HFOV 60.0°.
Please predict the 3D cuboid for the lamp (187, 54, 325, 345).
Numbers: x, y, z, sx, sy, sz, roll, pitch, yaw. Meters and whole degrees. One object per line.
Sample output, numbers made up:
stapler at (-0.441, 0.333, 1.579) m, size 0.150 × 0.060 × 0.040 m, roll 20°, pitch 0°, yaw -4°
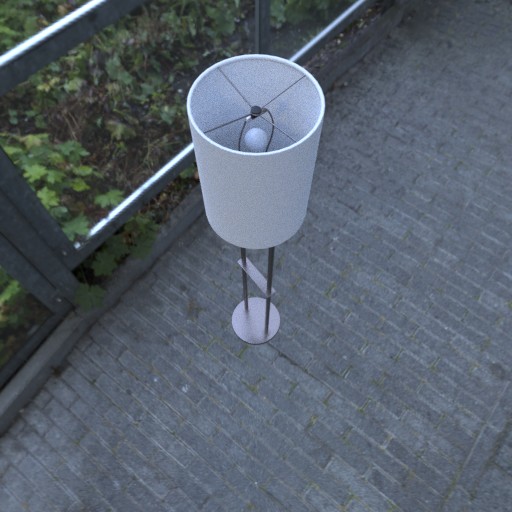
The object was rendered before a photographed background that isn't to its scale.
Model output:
lamp at (0.000, 0.000, 1.646) m, size 0.305 × 1.500 × 0.306 m, roll -35°, pitch 68°, yaw -16°
